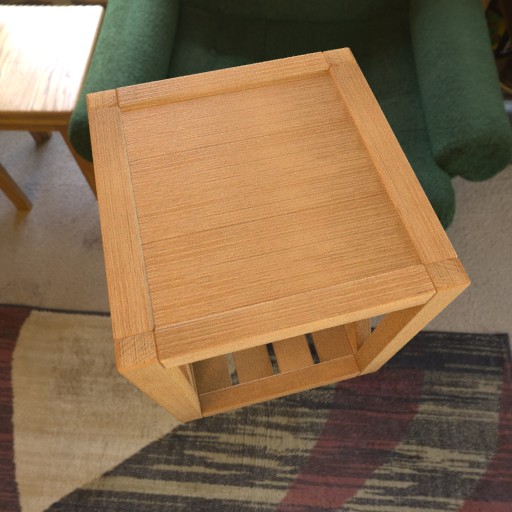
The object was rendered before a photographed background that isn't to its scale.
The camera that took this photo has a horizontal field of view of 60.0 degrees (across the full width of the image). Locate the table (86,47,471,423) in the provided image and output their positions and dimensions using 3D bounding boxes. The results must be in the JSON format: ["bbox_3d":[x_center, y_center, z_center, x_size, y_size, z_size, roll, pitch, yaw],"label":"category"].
[{"bbox_3d":[0.000,0.000,1.047,0.558,0.610,0.559,-13,64,-7],"label":"table"}]
